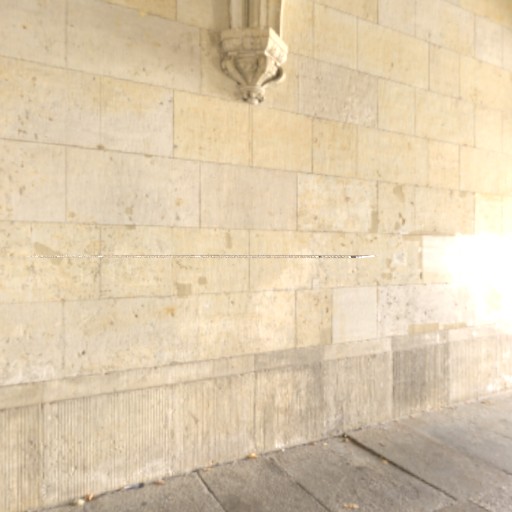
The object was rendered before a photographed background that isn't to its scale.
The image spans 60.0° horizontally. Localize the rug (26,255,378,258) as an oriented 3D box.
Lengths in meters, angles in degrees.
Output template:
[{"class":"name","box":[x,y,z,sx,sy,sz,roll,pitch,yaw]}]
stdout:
[{"class":"rug","box":[0.000,0.000,3.030,1.529,0.010,2.440,0,0,18]}]
